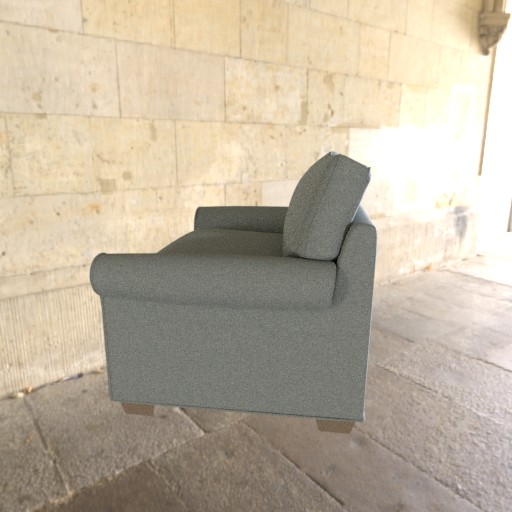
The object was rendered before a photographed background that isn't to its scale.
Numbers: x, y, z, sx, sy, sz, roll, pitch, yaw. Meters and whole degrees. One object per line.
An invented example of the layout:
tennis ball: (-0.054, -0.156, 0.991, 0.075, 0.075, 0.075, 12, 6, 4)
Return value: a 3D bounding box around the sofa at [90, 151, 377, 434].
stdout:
sofa: (0.000, 0.000, 2.078, 0.940, 0.953, 1.410, 2, 14, 8)
